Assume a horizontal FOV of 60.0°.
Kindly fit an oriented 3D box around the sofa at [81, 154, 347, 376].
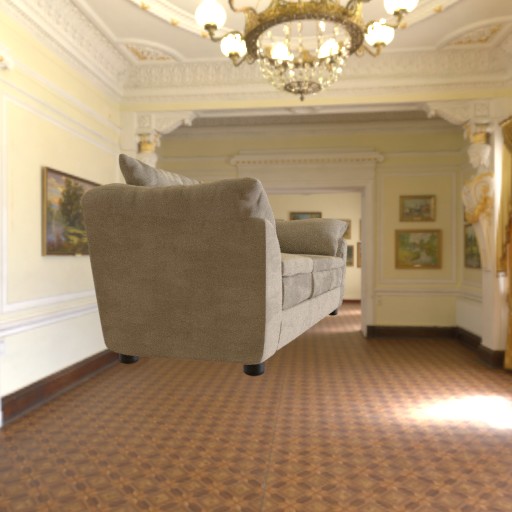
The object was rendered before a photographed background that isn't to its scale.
[{"bbox_3d":[0.000,0.000,2.873,0.893,0.981,2.377,0,0,19],"label":"sofa"}]
